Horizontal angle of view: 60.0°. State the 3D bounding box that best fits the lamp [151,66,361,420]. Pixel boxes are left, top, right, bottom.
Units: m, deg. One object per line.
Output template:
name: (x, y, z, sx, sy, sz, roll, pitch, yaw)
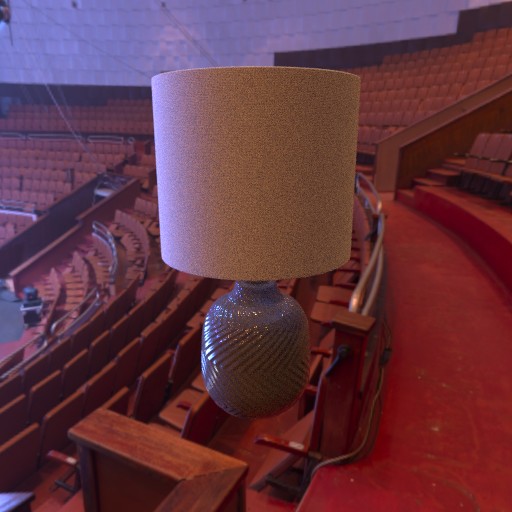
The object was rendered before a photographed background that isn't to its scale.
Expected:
lamp: (0.000, 0.000, 0.496, 0.207, 0.366, 0.207, 8, 17, 26)
